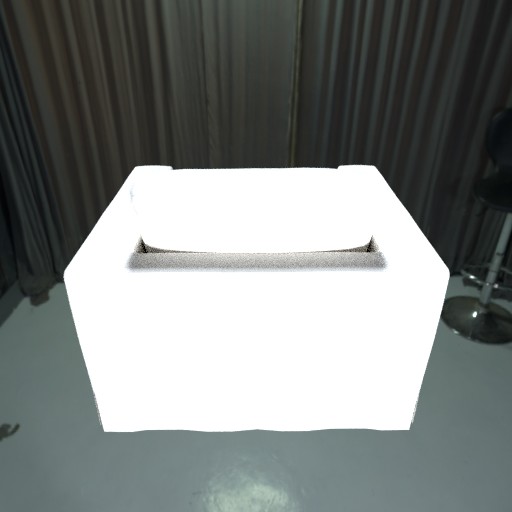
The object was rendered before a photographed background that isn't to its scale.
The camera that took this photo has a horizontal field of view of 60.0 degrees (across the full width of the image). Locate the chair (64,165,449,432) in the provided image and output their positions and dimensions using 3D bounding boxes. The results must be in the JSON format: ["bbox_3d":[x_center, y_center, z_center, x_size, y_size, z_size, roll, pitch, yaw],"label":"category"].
[{"bbox_3d":[0.000,0.000,1.760,1.150,0.878,0.957,0,30,0],"label":"chair"}]
